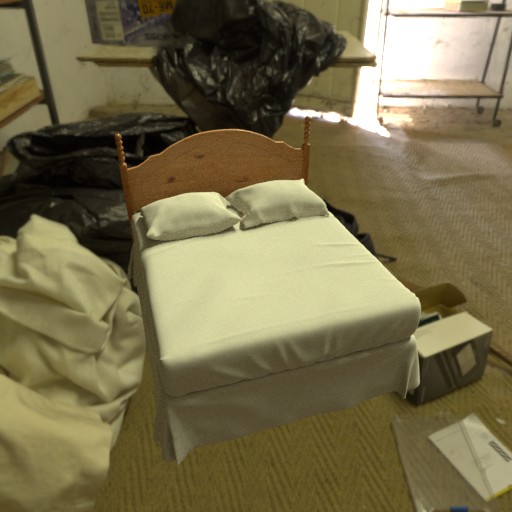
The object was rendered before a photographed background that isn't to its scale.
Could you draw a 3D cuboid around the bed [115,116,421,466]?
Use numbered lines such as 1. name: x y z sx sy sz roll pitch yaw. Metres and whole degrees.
1. bed: 0.000 0.000 3.211 1.873 1.356 2.040 -10 34 -15
